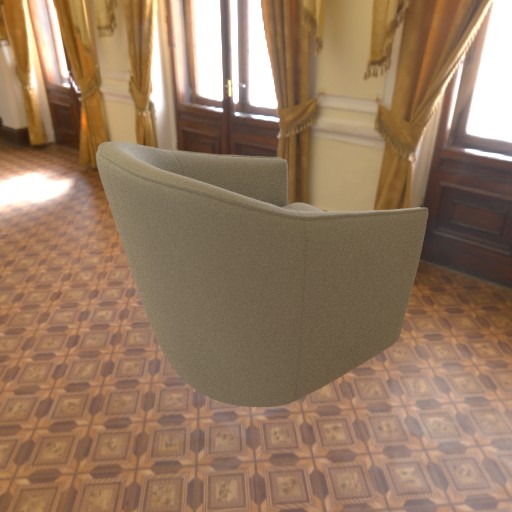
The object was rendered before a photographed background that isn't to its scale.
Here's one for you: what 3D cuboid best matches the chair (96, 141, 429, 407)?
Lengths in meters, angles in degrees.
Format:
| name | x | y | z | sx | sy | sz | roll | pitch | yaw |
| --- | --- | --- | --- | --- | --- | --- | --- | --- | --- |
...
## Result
| name | x | y | z | sx | sy | sz | roll | pitch | yaw |
| --- | --- | --- | --- | --- | --- | --- | --- | --- | --- |
| chair | 0.000 | 0.000 | 1.460 | 0.875 | 0.799 | 0.747 | -19 | 34 | -32 |
